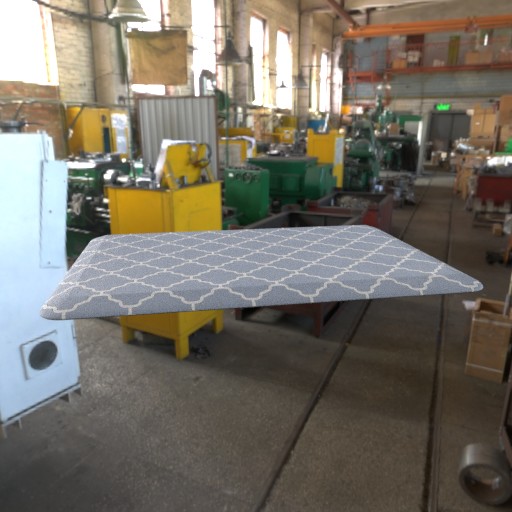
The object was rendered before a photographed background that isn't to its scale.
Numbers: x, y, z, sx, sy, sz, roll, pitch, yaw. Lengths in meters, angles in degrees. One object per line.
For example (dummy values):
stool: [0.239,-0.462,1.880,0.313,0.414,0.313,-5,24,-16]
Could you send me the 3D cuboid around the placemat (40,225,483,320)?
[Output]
placemat: [0.000,0.000,0.959,0.762,0.021,0.508,-3,17,-9]
